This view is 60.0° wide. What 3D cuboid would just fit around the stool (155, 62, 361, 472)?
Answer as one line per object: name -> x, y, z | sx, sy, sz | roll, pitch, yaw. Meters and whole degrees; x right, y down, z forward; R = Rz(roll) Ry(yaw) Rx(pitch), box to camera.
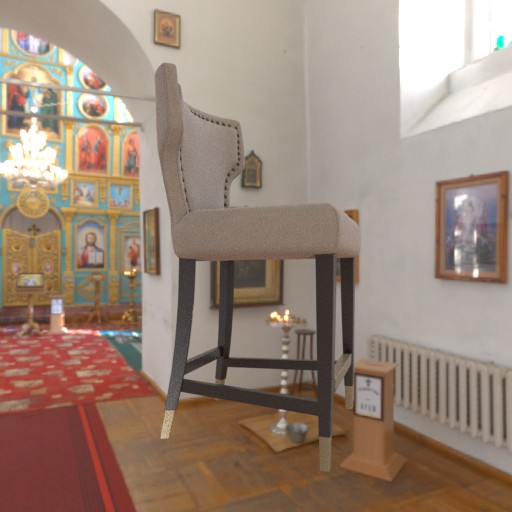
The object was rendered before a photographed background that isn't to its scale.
stool -> 0.000, 0.000, 1.306 | 0.563, 0.982, 0.527 | 0, -1, 19
